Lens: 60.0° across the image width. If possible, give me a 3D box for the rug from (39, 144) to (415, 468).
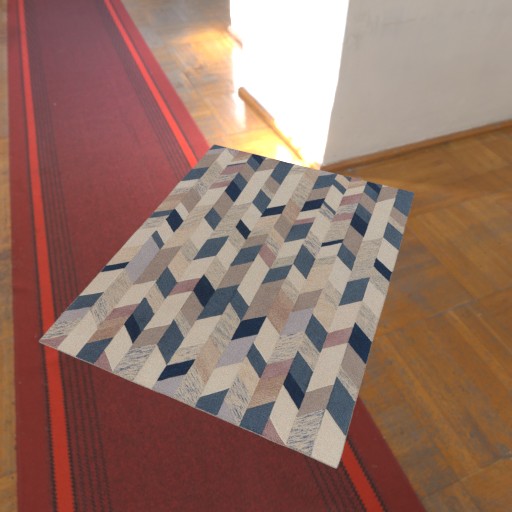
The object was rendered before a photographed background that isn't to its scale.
[{"bbox_3d":[0.000,0.000,4.157,2.451,0.011,3.072,17,49,16],"label":"rug"}]
